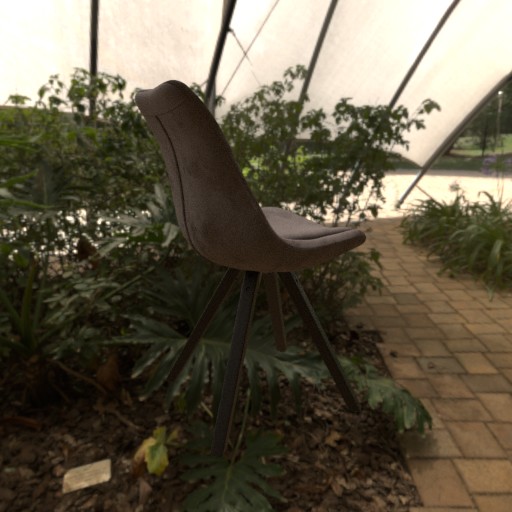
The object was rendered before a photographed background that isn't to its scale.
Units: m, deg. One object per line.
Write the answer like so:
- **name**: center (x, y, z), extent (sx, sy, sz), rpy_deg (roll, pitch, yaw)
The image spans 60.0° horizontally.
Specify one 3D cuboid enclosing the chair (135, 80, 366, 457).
- **chair**: center (0.000, 0.000, 1.211), extent (0.550, 0.850, 0.485), rpy_deg (-8, 17, -26)
